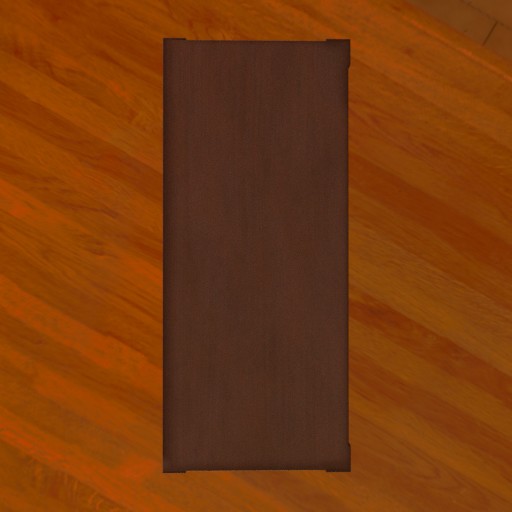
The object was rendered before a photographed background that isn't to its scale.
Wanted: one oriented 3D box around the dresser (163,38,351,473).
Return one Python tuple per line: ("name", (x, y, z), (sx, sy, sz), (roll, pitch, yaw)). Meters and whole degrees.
("dresser", (0.000, 0.000, 1.562), (0.463, 0.986, 1.049), (0, 90, -1))
